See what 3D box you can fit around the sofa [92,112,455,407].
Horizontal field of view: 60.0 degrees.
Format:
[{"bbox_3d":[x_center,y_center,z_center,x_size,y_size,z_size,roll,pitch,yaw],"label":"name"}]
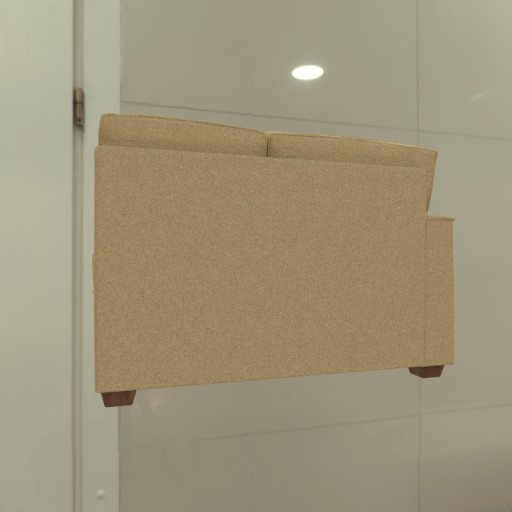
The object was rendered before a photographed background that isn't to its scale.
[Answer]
[{"bbox_3d":[0.000,0.000,2.028,1.388,0.989,0.991,0,0,-17],"label":"sofa"}]
